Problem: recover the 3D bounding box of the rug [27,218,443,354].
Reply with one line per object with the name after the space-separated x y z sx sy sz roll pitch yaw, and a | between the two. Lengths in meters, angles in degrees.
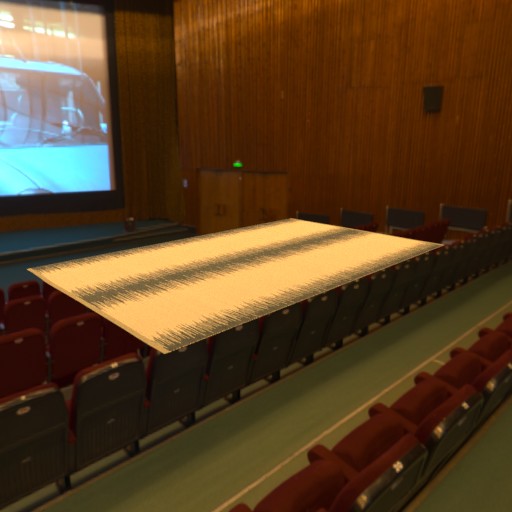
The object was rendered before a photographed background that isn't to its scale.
0.000 0.000 3.008 2.453 0.003 1.519 -14 21 -42 | rug
